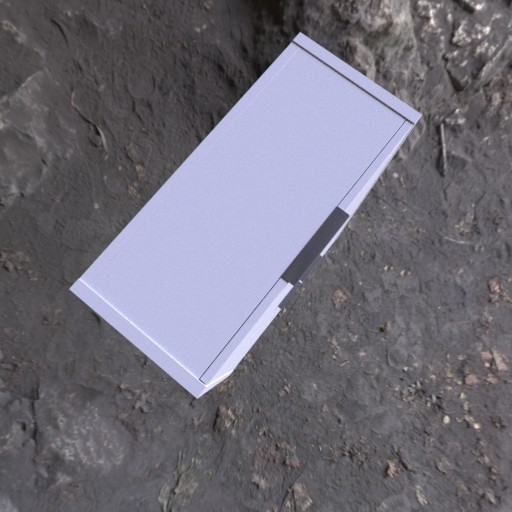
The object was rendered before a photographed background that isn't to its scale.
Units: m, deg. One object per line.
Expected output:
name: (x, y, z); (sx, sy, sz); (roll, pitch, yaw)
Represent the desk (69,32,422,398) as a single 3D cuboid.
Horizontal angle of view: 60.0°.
desk: (0.000, 0.000, 1.616); (0.390, 1.190, 0.850); (38, 80, 8)
